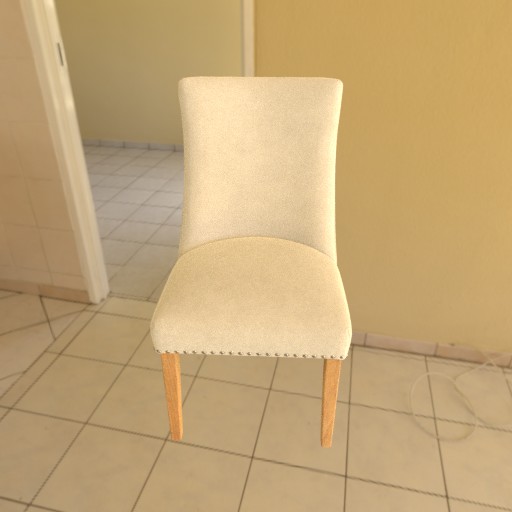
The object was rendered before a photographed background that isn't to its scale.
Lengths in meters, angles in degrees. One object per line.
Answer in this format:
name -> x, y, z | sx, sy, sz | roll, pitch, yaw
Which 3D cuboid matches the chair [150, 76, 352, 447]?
chair -> 0.000, 0.000, 1.283 | 0.495, 0.902, 0.610 | 1, 29, 3
